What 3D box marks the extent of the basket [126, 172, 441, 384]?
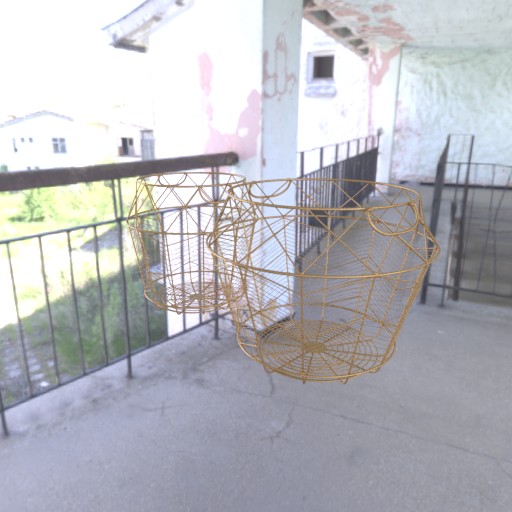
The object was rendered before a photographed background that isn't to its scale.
[{"bbox_3d":[0.000,0.000,1.025,0.805,0.343,0.451,16,23,42],"label":"basket"}]
